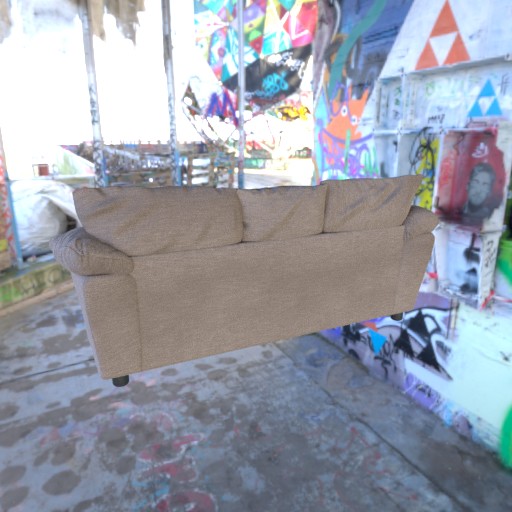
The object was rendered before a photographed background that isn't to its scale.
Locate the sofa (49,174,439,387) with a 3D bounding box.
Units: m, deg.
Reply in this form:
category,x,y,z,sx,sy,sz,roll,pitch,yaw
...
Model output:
category,x,y,z,sx,sy,sz,roll,pitch,yaw
sofa,0.000,0.000,2.869,2.390,1.043,0.927,-7,17,-25
